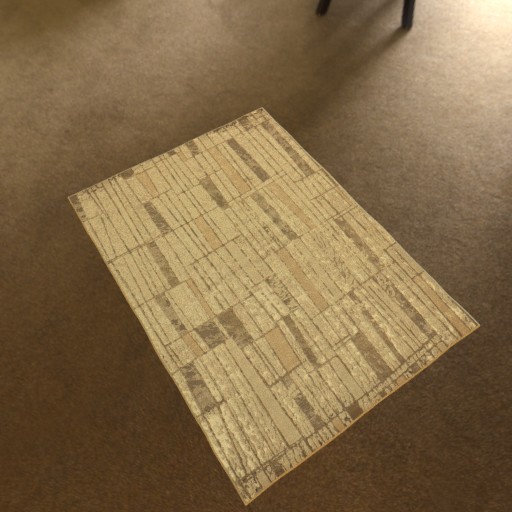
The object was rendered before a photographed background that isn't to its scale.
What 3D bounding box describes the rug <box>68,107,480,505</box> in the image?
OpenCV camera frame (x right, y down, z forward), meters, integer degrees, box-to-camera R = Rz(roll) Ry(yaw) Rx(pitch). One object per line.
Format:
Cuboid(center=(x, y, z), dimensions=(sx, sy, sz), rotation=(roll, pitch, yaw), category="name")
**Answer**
Cuboid(center=(0.000, 0.000, 4.213), dimensions=(2.449, 0.019, 3.357), rotation=(-30, 63, -17), category="rug")
